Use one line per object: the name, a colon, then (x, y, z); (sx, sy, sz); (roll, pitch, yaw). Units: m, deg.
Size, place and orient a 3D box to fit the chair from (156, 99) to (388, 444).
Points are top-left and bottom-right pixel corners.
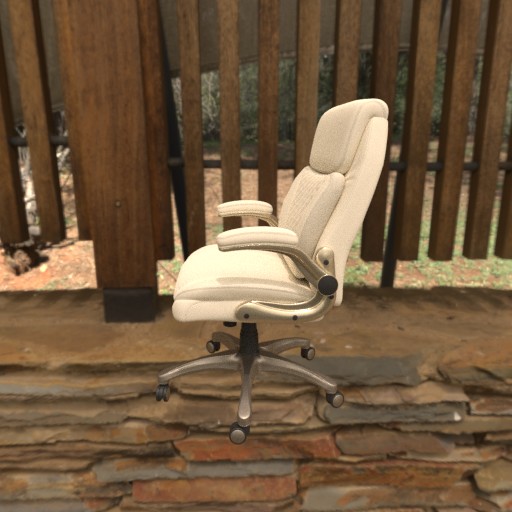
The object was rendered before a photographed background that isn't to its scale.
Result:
chair: (0.000, 0.000, 1.691); (0.794, 1.110, 0.740); (-2, 14, -8)
